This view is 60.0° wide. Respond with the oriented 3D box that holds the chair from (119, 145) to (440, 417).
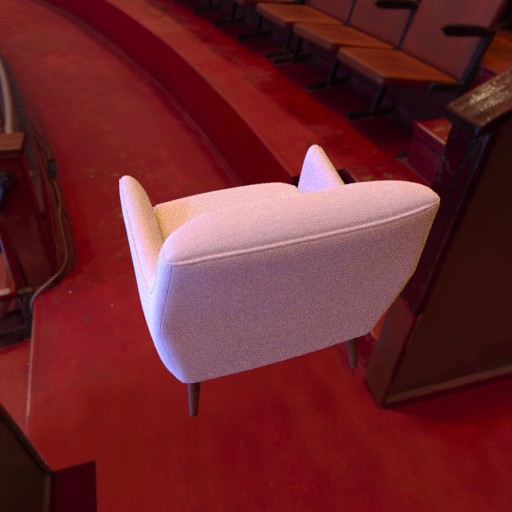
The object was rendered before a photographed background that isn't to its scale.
[{"bbox_3d":[0.000,0.000,1.429,0.762,0.838,0.787,-12,42,-14],"label":"chair"}]
